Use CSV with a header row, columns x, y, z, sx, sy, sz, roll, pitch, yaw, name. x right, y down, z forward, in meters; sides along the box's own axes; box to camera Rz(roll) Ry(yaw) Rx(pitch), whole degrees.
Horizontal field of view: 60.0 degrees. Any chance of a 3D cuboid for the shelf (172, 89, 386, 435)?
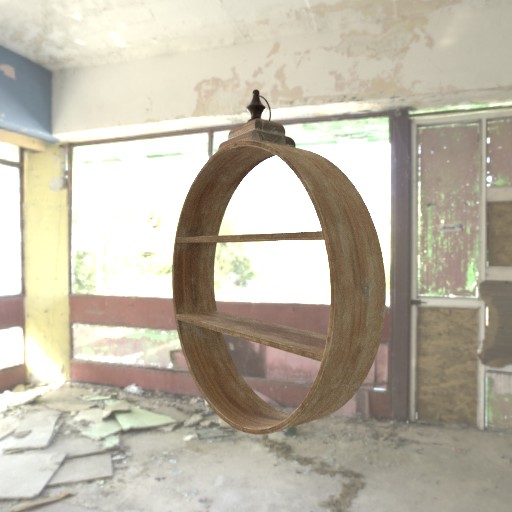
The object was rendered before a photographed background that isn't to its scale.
x,y,z,sx,sy,sz,roll,pitch,yaw,name
0.000,0.000,0.972,0.125,0.725,0.601,-1,1,-35,shelf
